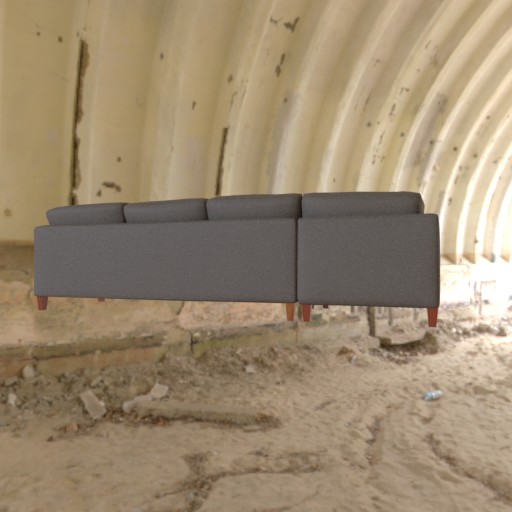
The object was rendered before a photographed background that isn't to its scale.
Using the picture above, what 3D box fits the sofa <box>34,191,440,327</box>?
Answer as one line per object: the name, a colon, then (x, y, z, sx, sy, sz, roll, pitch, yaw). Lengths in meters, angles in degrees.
sofa: (0.000, 0.000, 4.533, 3.302, 0.947, 2.593, 0, 0, 18)
